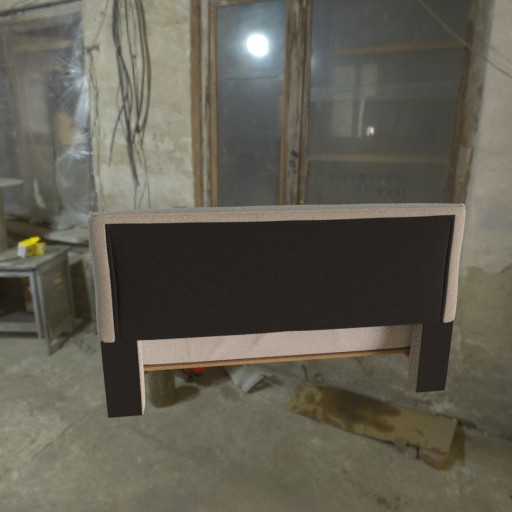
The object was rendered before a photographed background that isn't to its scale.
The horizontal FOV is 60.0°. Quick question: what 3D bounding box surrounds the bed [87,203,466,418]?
[{"bbox_3d":[0.000,0.000,3.507,1.980,1.126,2.498,-2,15,-8],"label":"bed"}]
